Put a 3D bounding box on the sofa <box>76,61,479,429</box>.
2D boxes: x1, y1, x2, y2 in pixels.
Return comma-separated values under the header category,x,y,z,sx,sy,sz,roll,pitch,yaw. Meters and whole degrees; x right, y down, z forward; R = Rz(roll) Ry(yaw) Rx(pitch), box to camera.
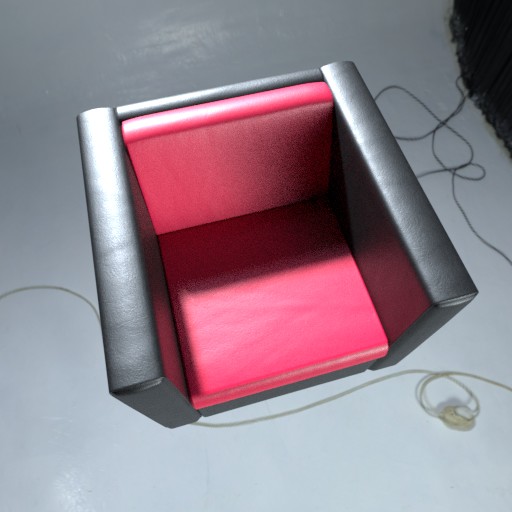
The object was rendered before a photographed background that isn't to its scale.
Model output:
category,x,y,z,sx,sy,sz,roll,pitch,yaw
sofa,0.000,0.000,1.416,0.839,0.724,0.809,-14,64,-7
